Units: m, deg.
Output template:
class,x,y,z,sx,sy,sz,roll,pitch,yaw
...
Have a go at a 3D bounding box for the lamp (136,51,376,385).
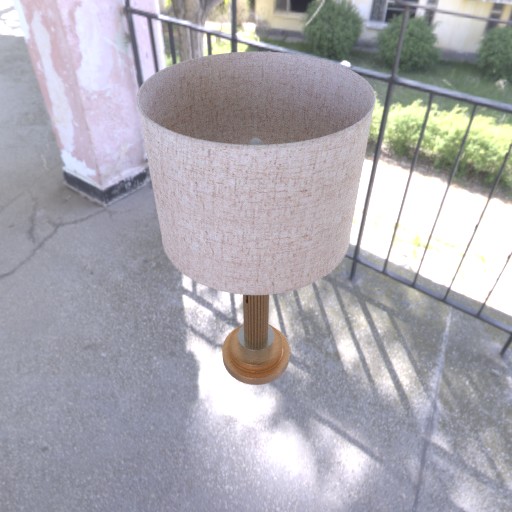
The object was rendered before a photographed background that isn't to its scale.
class,x,y,z,sx,sy,sz,roll,pitch,yaw
lamp,0.000,0.000,0.809,0.321,0.610,0.321,27,48,27
